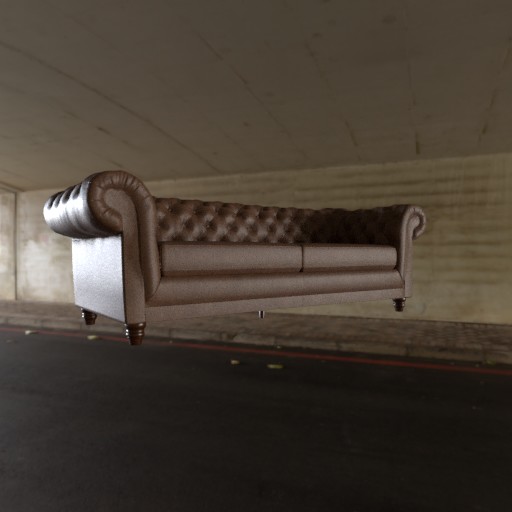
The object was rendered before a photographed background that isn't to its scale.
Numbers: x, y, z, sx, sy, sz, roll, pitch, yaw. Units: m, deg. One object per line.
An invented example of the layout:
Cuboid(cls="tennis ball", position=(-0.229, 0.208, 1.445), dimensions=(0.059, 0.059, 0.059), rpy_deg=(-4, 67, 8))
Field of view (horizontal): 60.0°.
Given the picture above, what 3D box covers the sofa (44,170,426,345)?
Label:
Cuboid(cls="sofa", position=(0.000, 0.000, 2.853), dimensions=(2.385, 0.783, 0.944), rpy_deg=(0, 0, -36))
